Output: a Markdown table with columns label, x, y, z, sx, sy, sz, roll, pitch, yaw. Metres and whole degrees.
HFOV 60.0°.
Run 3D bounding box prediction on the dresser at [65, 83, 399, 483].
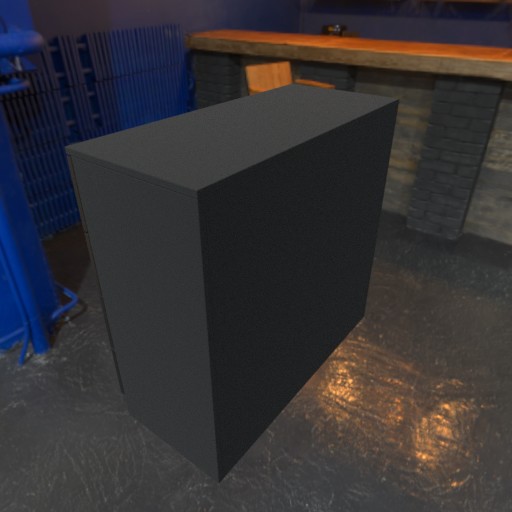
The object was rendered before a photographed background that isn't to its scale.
| label | x | y | z | sx | sy | sz | roll | pitch | yaw |
| --- | --- | --- | --- | --- | --- | --- | --- | --- | --- |
| dresser | 0.000 | 0.000 | 1.169 | 0.360 | 0.720 | 0.750 | 22 | 38 | 31 |
